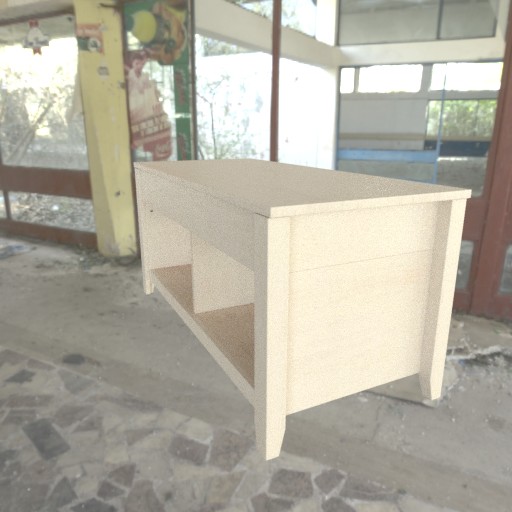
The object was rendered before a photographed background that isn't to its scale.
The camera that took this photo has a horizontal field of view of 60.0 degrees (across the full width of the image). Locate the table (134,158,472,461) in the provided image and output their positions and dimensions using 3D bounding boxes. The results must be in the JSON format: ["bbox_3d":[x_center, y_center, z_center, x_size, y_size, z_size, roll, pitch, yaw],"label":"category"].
[{"bbox_3d":[0.000,0.000,1.292,0.457,0.483,1.016,-8,18,-25],"label":"table"}]
